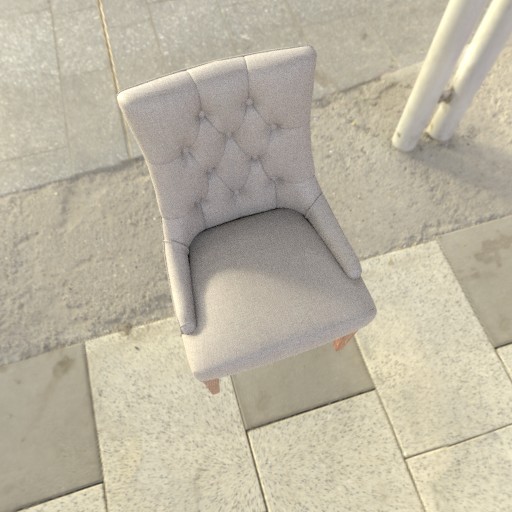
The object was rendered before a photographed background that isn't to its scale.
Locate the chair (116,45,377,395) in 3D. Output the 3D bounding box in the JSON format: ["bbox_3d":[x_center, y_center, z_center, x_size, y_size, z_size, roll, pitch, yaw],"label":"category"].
[{"bbox_3d":[0.000,0.000,1.223,0.509,0.874,0.565,-17,66,-8],"label":"chair"}]
